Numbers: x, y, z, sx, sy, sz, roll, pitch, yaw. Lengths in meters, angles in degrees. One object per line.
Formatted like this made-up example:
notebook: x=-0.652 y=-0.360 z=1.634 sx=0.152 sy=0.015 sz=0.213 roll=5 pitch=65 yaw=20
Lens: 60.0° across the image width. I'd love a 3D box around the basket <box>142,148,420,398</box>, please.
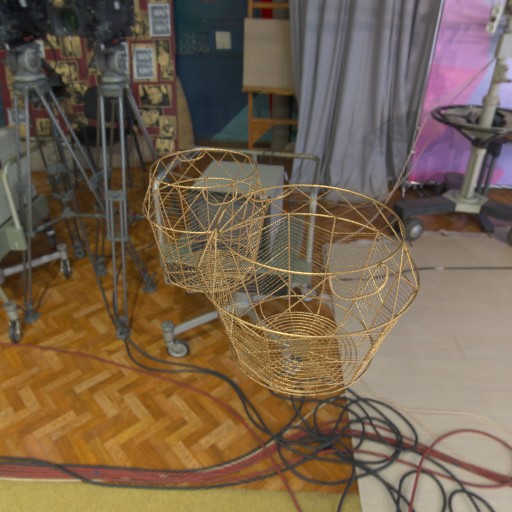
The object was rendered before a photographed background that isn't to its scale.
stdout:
basket: x=0.000 y=0.000 z=1.079 sx=0.451 sy=0.343 sz=0.805 roll=-21 pitch=38 yaw=-30
